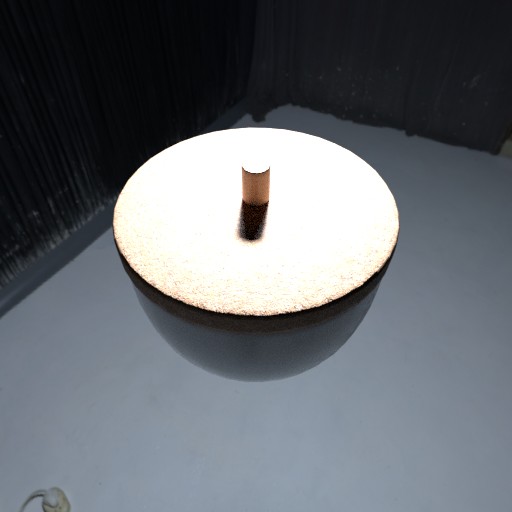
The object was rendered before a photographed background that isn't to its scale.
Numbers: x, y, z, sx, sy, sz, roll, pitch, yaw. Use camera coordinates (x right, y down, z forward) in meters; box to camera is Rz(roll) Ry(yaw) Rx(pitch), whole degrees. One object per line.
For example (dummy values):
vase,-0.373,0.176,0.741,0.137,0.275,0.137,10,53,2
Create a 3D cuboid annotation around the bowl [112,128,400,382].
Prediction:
bowl,0.000,0.000,0.224,0.126,0.110,0.126,0,47,0
